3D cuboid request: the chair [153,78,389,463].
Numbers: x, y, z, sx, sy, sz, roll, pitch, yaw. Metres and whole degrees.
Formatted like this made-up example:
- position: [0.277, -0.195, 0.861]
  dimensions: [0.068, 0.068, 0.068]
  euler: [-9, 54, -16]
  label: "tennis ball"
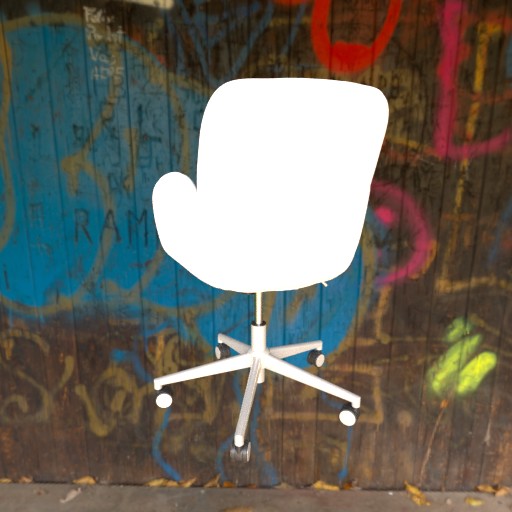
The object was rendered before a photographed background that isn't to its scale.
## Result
- position: [0.000, 0.000, 1.374]
  dimensions: [0.648, 0.959, 0.633]
  euler: [-7, 16, -26]
  label: "chair"
